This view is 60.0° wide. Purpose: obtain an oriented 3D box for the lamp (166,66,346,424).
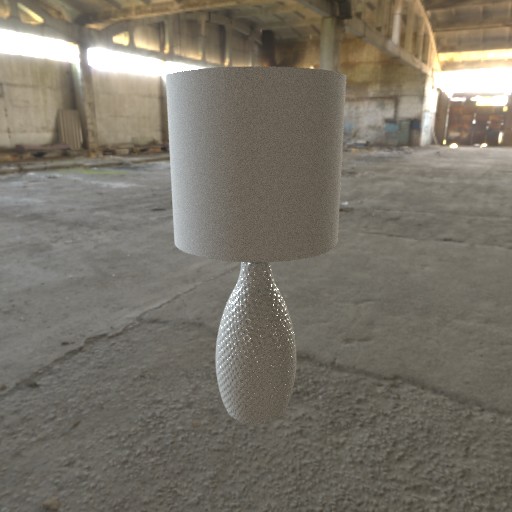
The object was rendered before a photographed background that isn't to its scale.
[{"bbox_3d":[0.000,0.000,0.599,0.214,0.466,0.214,9,18,27],"label":"lamp"}]
